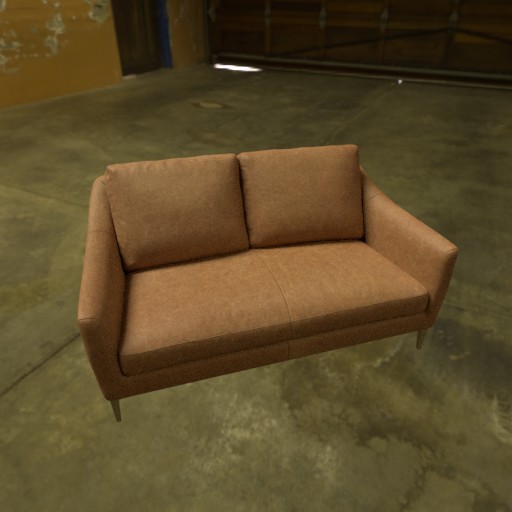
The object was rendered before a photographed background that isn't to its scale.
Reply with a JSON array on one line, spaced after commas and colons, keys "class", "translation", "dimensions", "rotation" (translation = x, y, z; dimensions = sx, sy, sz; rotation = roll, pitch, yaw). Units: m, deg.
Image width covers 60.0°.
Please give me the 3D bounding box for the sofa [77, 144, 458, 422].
[{"class": "sofa", "translation": [0.000, 0.000, 2.213], "dimensions": [1.619, 0.902, 0.960], "rotation": [-9, 32, -15]}]
